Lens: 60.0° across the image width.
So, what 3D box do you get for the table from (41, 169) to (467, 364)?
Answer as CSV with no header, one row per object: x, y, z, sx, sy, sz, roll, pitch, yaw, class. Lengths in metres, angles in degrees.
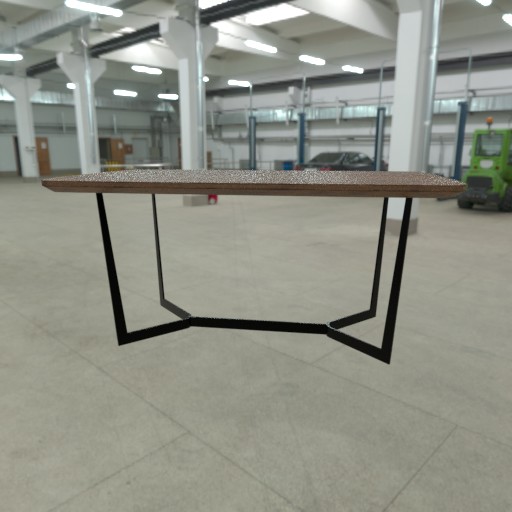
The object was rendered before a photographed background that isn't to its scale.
0.000,0.000,2.131,1.643,0.765,0.949,2,14,8,table
